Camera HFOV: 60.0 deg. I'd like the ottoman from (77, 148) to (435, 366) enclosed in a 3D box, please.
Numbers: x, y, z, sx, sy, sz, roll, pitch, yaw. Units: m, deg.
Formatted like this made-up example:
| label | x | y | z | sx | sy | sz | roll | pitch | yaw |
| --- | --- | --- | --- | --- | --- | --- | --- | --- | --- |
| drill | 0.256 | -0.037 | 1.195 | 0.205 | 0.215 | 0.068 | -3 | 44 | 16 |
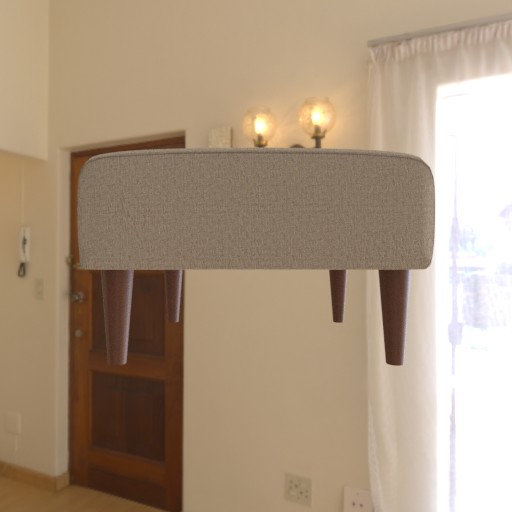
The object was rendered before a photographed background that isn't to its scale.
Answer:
| label | x | y | z | sx | sy | sz | roll | pitch | yaw |
| --- | --- | --- | --- | --- | --- | --- | --- | --- | --- |
| ottoman | 0.000 | 0.000 | 1.084 | 0.648 | 0.399 | 0.655 | 0 | -1 | 0 |
